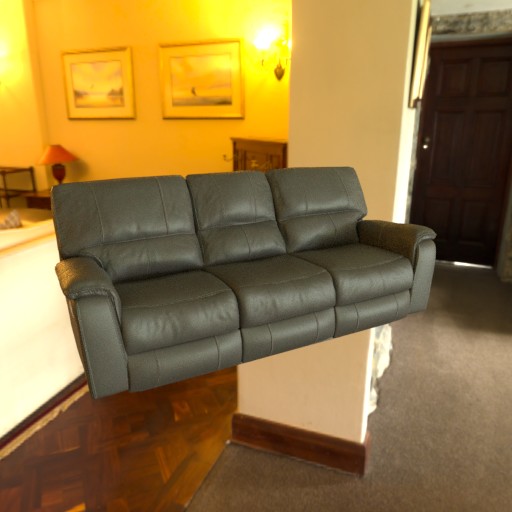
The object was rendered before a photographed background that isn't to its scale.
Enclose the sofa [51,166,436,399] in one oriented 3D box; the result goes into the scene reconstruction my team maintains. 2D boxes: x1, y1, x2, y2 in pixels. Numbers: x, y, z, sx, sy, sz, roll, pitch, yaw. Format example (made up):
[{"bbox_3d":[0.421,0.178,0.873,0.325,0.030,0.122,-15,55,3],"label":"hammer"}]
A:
[{"bbox_3d":[0.000,0.000,3.170,2.627,1.134,1.104,-9,19,-27],"label":"sofa"}]
